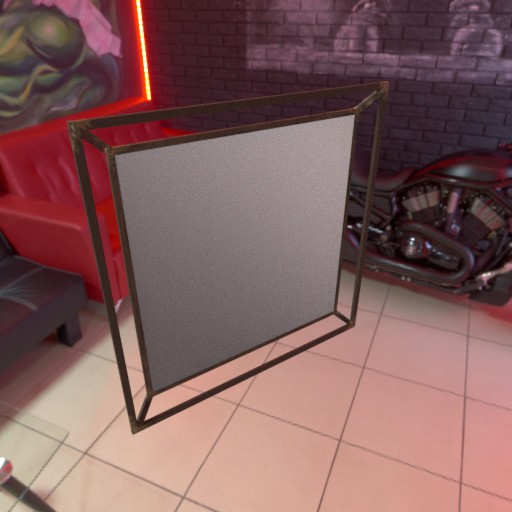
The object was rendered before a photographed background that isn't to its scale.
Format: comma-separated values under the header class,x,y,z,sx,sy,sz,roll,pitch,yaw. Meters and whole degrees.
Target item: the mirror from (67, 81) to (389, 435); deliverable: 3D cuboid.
class,x,y,z,sx,sy,sz,roll,pitch,yaw
mirror,0.000,0.000,0.888,0.610,0.610,0.032,-18,35,-29
